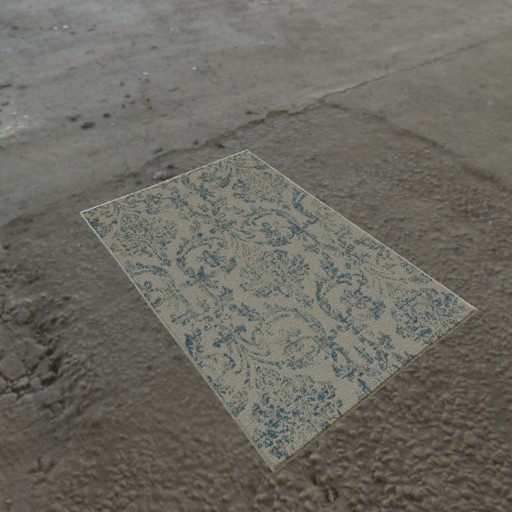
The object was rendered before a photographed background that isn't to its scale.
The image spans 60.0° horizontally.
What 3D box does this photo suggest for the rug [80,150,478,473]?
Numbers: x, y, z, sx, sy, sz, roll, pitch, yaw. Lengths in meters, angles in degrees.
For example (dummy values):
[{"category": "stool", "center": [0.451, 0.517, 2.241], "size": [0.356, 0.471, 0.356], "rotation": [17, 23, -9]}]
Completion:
[{"category": "rug", "center": [0.000, 0.000, 2.327], "size": [1.213, 0.012, 1.831], "rotation": [-27, 49, -26]}]
